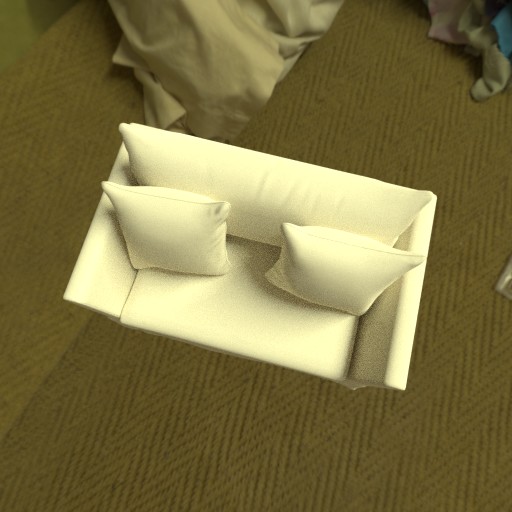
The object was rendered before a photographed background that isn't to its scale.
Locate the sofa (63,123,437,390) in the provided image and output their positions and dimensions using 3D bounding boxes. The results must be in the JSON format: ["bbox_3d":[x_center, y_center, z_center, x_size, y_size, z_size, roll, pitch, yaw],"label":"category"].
[{"bbox_3d":[0.000,0.000,2.320,1.608,1.039,1.026,14,75,4],"label":"sofa"}]
